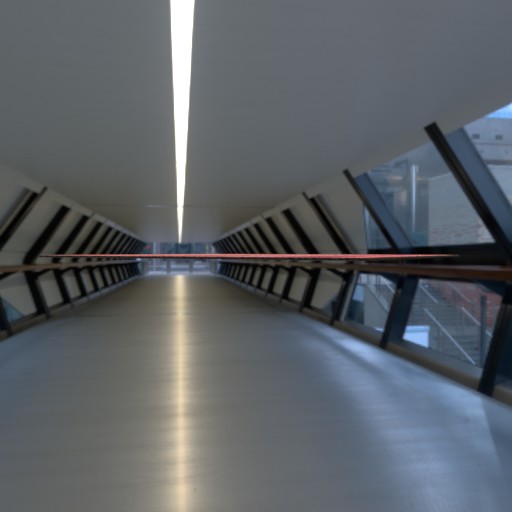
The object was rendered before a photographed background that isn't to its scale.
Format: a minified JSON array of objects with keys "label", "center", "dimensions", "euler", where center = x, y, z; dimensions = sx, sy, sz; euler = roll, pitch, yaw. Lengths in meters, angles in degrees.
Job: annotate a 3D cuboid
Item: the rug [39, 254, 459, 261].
[{"label":"rug","center":[0.000,0.000,4.068],"dimensions":[3.032,0.020,2.411],"euler":[0,1,35]}]
